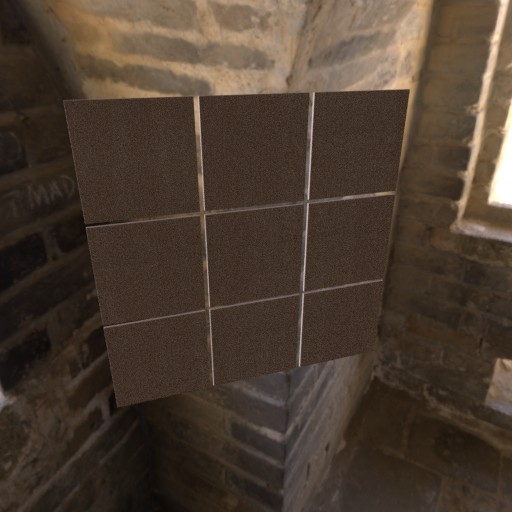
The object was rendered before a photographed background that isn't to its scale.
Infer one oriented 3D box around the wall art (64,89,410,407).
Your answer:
[{"bbox_3d":[0.000,0.000,1.768,1.219,1.218,0.013,-8,27,-16],"label":"wall art"}]
